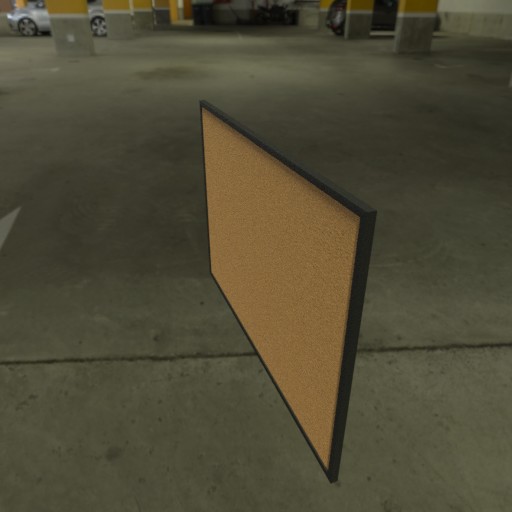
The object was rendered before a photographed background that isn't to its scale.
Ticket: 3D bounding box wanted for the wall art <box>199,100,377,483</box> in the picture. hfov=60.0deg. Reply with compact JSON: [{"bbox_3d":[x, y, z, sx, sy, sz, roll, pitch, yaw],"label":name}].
[{"bbox_3d":[0.000,0.000,0.845,0.013,0.458,0.664,-11,31,-19],"label":"wall art"}]
